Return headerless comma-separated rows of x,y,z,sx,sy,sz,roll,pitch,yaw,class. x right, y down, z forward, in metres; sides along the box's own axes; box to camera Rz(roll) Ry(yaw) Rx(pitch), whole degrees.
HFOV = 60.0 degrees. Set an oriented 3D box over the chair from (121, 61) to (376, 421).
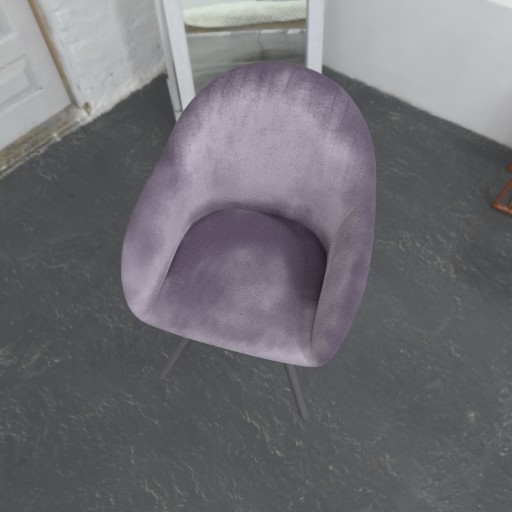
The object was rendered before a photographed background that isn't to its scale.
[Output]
0.000,0.000,1.200,0.550,0.795,0.590,13,59,8,chair
